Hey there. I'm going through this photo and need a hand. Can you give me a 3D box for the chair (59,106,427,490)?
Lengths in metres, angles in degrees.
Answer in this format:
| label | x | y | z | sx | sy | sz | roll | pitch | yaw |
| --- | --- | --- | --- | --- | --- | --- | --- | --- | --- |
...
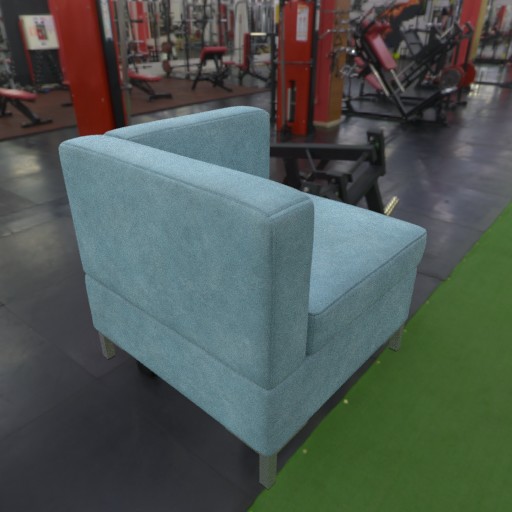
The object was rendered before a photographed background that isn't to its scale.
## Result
| label | x | y | z | sx | sy | sz | roll | pitch | yaw |
| --- | --- | --- | --- | --- | --- | --- | --- | --- | --- |
| chair | 0.000 | 0.000 | 1.205 | 0.691 | 0.660 | 0.684 | 23 | 36 | 36 |
